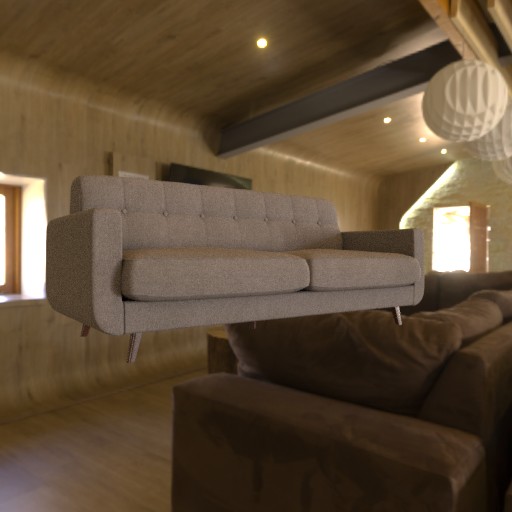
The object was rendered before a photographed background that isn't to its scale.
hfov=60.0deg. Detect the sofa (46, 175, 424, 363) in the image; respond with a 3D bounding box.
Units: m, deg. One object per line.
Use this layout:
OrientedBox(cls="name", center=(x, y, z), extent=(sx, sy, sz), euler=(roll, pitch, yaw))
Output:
OrientedBox(cls="sofa", center=(0.000, 0.000, 2.506), extent=(2.029, 0.841, 0.909), euler=(0, 0, -35))
